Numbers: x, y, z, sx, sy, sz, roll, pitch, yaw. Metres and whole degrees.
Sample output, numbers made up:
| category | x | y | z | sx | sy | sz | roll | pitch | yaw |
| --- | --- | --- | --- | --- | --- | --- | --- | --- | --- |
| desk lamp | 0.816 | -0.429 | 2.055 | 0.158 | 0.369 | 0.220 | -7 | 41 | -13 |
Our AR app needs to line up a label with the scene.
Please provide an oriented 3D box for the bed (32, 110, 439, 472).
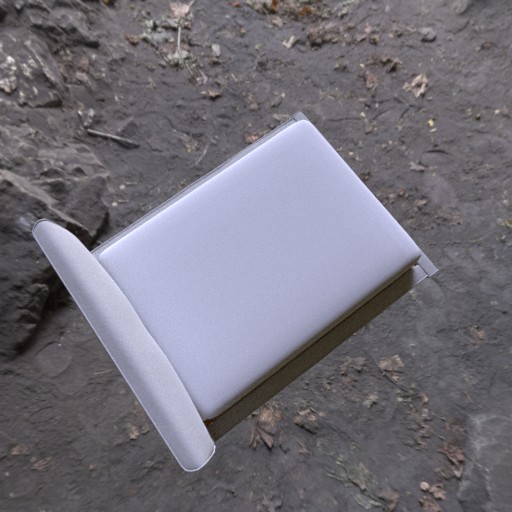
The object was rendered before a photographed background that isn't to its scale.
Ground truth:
| category | x | y | z | sx | sy | sz | roll | pitch | yaw |
| --- | --- | --- | --- | --- | --- | --- | --- | --- | --- |
| bed | 0.000 | 0.000 | 3.325 | 2.368 | 1.067 | 1.840 | -36 | 78 | -9 |
